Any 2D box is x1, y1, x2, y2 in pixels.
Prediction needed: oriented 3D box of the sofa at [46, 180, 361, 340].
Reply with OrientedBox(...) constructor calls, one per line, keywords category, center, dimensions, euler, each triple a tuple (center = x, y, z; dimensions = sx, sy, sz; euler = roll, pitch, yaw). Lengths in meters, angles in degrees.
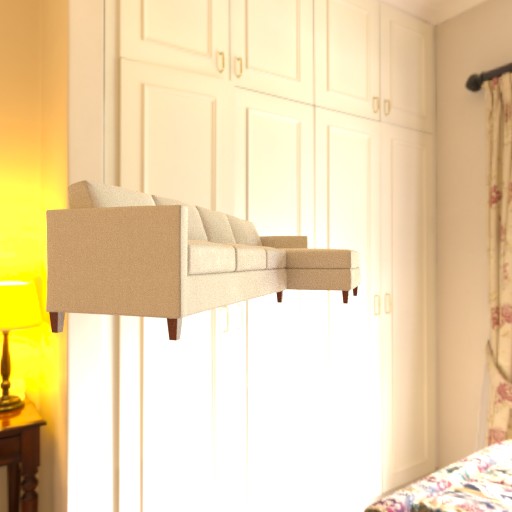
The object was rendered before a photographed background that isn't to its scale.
OrientedBox(category="sofa", center=(0.000, 0.000, 4.065), dimensions=(1.599, 0.954, 3.471), euler=(0, 0, 18))
